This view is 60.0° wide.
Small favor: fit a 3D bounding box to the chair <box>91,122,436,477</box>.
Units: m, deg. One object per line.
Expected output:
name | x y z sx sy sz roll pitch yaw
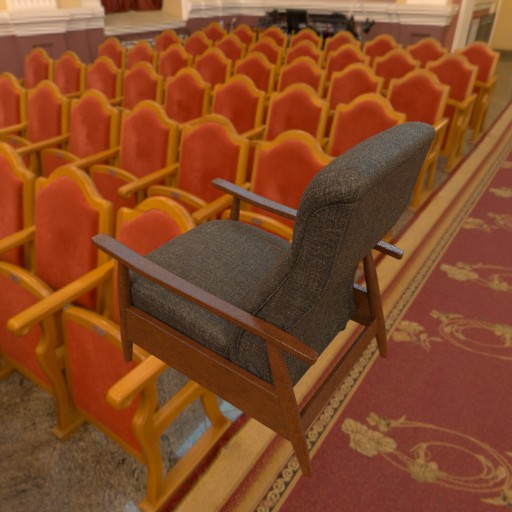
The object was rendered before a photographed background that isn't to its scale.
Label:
chair | 0.000 0.000 1.740 1.014 1.082 0.762 21 37 30
